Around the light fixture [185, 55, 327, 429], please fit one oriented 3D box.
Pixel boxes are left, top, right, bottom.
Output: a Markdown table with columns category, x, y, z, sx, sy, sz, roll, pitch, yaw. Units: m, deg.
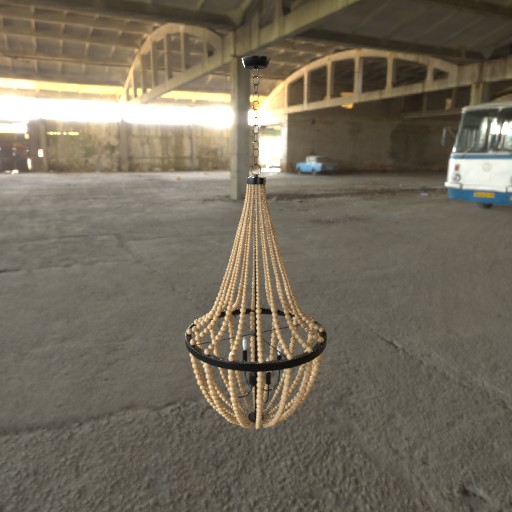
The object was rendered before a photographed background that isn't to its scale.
| category | x | y | z | sx | sy | sz | roll | pitch | yaw |
| --- | --- | --- | --- | --- | --- | --- | --- | --- | --- |
| light fixture | 0.000 | 0.000 | 1.367 | 0.450 | 1.133 | 0.450 | 0 | 13 | 0 |
